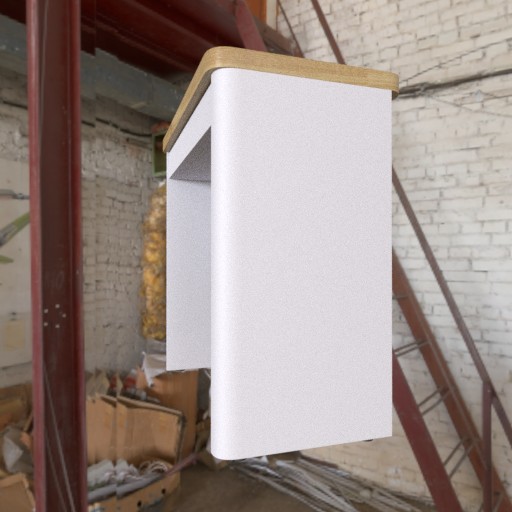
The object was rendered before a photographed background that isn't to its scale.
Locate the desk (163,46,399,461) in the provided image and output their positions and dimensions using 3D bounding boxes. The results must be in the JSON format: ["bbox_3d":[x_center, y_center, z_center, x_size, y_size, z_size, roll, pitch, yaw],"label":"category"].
[{"bbox_3d":[0.000,0.000,1.256,0.440,0.790,0.760,0,0,-19],"label":"desk"}]
